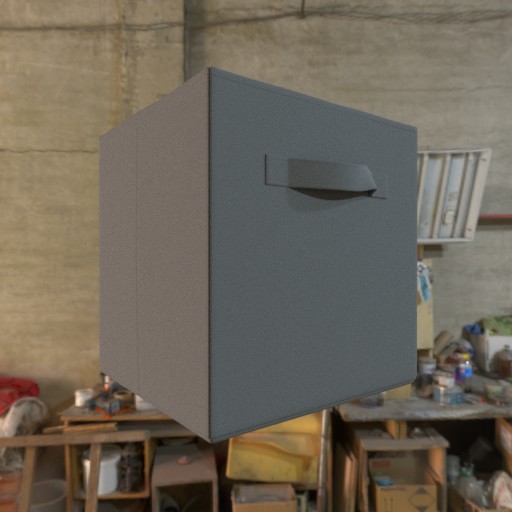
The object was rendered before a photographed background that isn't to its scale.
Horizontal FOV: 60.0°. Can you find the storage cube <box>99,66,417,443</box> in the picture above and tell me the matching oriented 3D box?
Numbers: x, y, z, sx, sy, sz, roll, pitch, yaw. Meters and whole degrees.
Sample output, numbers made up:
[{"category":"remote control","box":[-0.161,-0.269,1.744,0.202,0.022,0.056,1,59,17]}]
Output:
[{"category":"storage cube","box":[0.000,0.000,0.497,0.270,0.280,0.270,0,0,-37]}]
